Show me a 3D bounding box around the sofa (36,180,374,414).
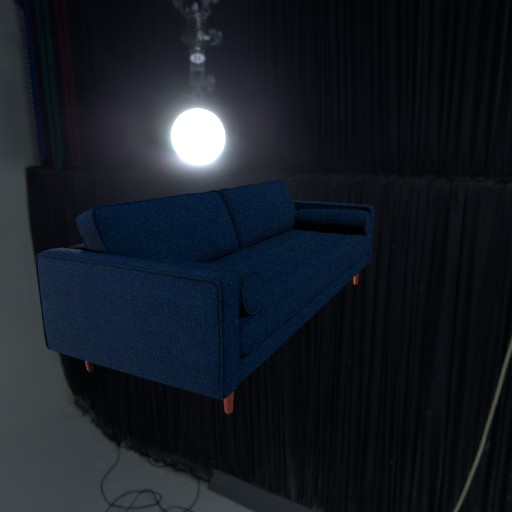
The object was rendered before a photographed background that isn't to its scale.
[{"bbox_3d":[0.000,0.000,2.591,0.914,0.762,2.210,7,15,26],"label":"sofa"}]
